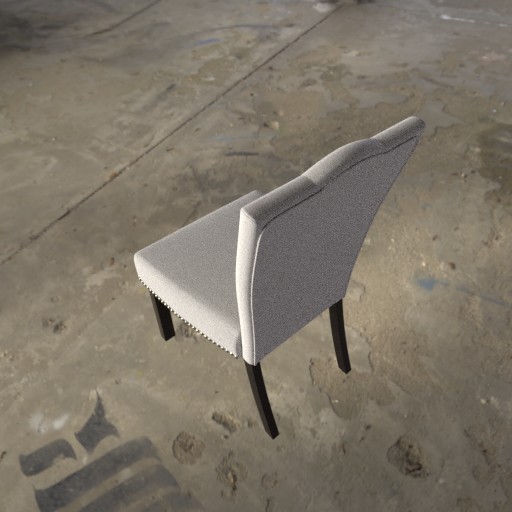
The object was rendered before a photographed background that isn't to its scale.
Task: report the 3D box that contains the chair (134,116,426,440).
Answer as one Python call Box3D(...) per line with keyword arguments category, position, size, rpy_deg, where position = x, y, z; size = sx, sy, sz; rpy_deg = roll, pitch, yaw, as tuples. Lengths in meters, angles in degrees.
Box3D(category="chair", position=(0.000, 0.000, 1.289), size=(0.518, 0.946, 0.589), rpy_deg=(-32, 53, -28))
